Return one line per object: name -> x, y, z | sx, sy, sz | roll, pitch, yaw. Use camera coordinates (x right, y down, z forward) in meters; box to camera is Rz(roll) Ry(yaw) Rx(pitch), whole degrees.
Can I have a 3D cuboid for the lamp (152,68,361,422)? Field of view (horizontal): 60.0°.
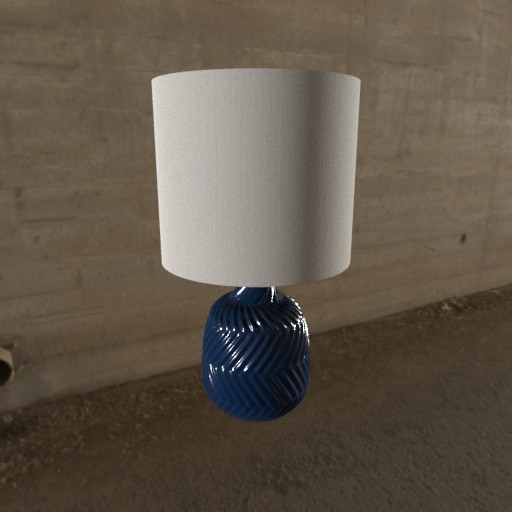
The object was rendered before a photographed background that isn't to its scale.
lamp -> 0.000, 0.000, 0.488 | 0.203, 0.368, 0.203 | 8, 17, 26
